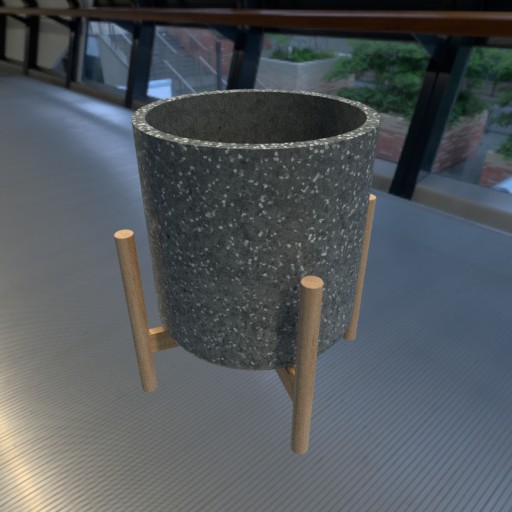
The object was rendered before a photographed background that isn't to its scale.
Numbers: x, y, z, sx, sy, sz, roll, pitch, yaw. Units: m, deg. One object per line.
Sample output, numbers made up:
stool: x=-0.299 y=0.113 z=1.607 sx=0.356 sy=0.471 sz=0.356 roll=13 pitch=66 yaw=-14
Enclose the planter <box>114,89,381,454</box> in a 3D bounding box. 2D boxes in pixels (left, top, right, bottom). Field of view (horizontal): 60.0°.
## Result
planter: x=0.000 y=0.000 z=0.661 sx=0.360 sy=0.419 sz=0.360 roll=2 pitch=31 yaw=3
